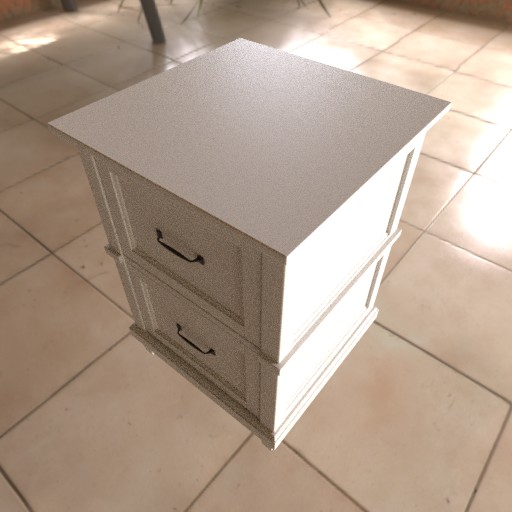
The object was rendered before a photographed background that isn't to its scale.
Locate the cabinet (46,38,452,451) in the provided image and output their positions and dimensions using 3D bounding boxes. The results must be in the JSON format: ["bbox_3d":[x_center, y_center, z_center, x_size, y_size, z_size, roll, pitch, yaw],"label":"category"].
[{"bbox_3d":[0.000,0.000,1.113,0.544,0.775,0.547,30,53,26],"label":"cabinet"}]
